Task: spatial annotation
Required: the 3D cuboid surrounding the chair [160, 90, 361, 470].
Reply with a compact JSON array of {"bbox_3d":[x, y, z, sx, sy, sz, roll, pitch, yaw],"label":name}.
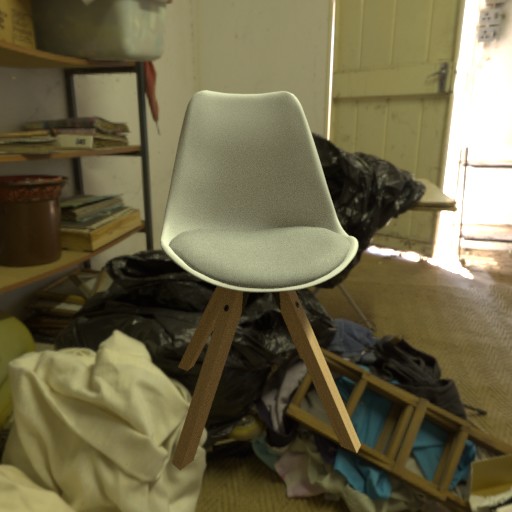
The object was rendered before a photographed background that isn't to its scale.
[{"bbox_3d":[0.000,0.000,1.162,0.485,0.850,0.550,-2,16,-7],"label":"chair"}]
